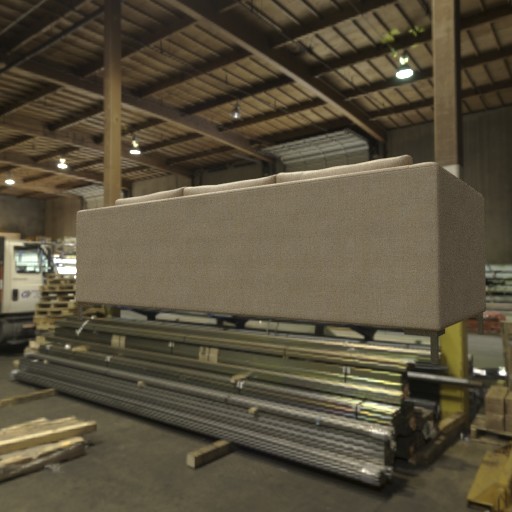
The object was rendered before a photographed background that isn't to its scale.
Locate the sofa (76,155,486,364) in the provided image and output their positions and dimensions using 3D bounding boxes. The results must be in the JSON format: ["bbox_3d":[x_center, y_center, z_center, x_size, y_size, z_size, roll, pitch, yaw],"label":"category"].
[{"bbox_3d":[0.000,0.000,2.750,2.415,0.867,0.969,-1,-2,37],"label":"sofa"}]
